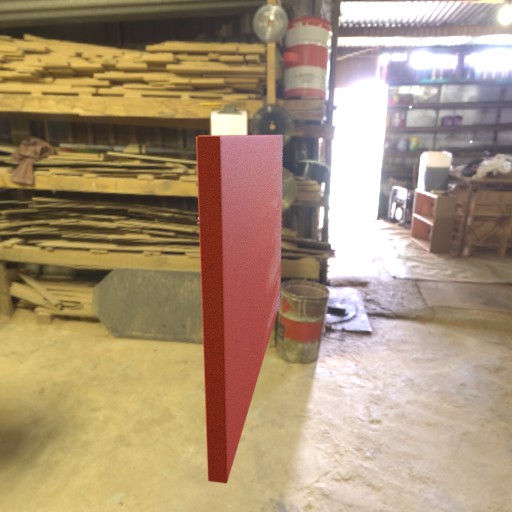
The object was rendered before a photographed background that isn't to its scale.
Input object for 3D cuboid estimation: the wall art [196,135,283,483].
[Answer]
[{"bbox_3d":[0.000,0.000,1.157,0.040,0.609,0.913,2,16,9],"label":"wall art"}]
